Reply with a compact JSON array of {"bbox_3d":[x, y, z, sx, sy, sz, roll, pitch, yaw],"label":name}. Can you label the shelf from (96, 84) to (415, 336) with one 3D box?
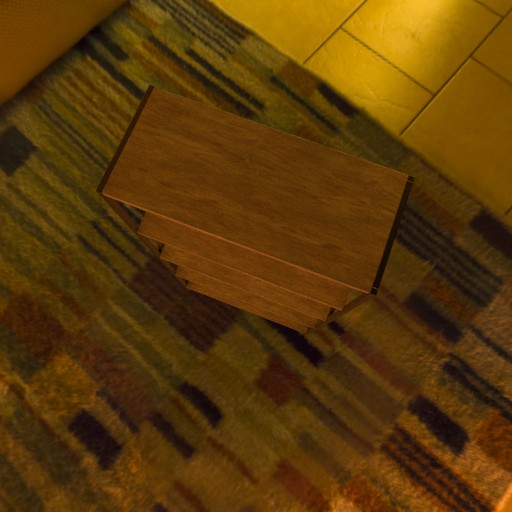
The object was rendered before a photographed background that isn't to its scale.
[{"bbox_3d":[0.000,0.000,2.200,0.874,1.803,0.386,21,77,5],"label":"shelf"}]
